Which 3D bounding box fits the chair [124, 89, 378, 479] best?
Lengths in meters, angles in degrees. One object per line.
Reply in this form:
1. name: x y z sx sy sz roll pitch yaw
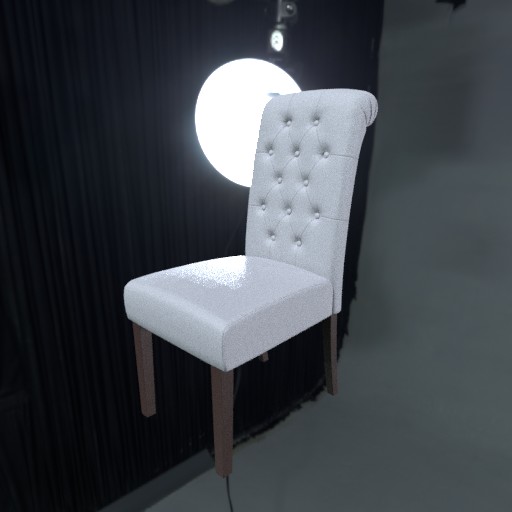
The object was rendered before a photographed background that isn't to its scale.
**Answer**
1. chair: 0.000 0.000 1.380 0.456 1.006 0.671 15 21 43
